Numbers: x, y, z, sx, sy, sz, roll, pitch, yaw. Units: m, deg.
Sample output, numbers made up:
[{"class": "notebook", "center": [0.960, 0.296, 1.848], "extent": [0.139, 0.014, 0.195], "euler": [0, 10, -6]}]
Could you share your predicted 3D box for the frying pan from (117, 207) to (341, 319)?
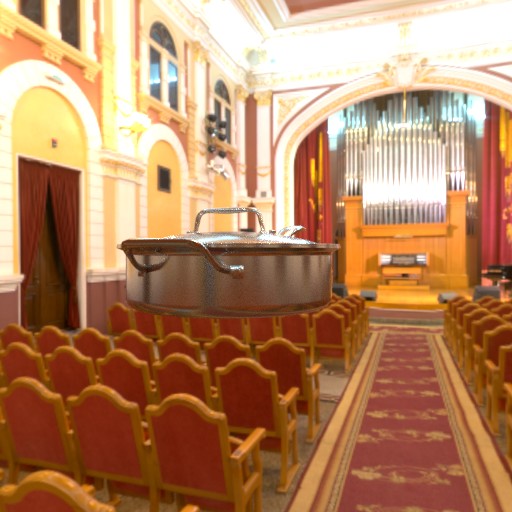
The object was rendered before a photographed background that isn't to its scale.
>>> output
[{"class": "frying pan", "center": [0.000, 0.000, 0.586], "extent": [0.245, 0.111, 0.492], "euler": [0, 1, 19]}]
